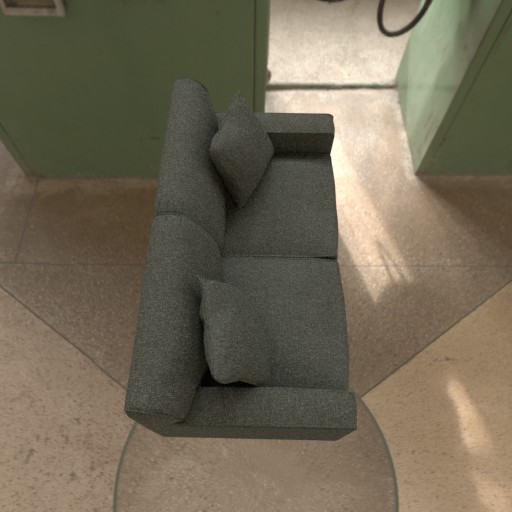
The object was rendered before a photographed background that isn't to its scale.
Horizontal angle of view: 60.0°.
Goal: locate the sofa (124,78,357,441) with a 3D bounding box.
[{"bbox_3d":[0.000,0.000,2.474,0.998,0.958,1.846,1,63,1],"label":"sofa"}]
